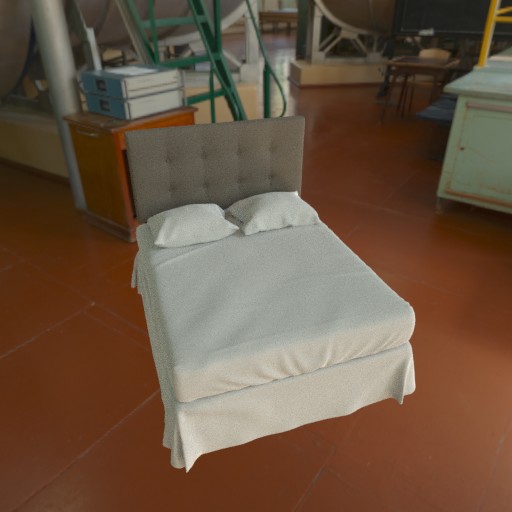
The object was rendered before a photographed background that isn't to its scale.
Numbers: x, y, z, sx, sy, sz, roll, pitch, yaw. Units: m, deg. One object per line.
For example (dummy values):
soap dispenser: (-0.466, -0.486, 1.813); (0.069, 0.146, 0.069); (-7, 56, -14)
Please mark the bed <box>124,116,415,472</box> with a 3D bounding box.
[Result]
bed: (0.000, 0.000, 3.488); (1.936, 1.577, 2.222); (-10, 33, -16)
